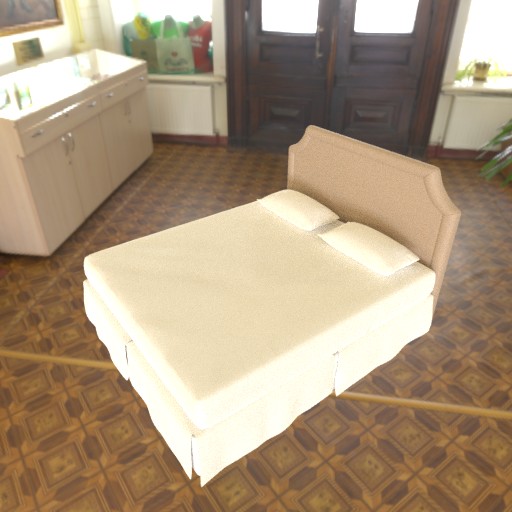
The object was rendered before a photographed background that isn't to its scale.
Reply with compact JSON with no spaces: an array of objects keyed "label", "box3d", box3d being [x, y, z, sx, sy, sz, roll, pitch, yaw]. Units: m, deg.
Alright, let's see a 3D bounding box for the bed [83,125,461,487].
[{"label":"bed","box3d":[0.000,0.000,4.092,2.773,1.590,2.350,-22,38,-30]}]
